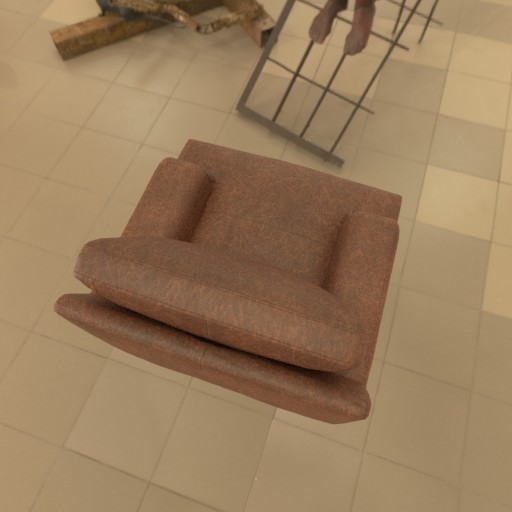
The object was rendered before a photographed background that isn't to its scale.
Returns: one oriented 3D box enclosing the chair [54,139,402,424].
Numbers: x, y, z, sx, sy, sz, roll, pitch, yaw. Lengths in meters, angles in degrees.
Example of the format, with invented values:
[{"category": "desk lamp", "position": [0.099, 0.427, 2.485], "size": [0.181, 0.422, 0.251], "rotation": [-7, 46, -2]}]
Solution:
[{"category": "chair", "position": [0.000, 0.000, 1.937], "size": [1.168, 0.939, 1.143], "rotation": [17, 65, 8]}]
